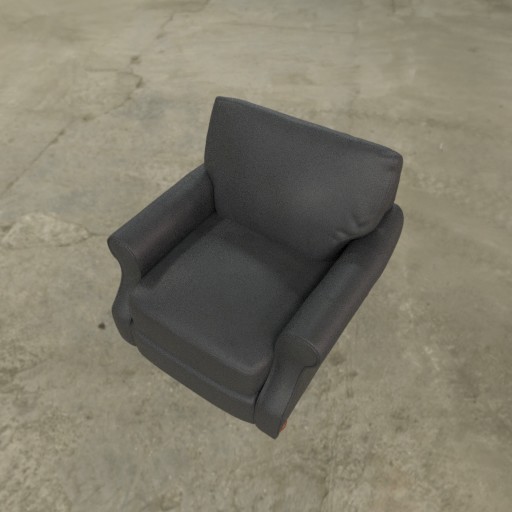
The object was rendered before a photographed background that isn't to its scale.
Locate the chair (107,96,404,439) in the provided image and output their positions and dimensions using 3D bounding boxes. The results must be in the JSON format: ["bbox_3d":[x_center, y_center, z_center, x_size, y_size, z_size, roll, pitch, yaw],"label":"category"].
[{"bbox_3d":[0.000,0.000,1.852,1.015,0.960,1.027,30,53,26],"label":"chair"}]
